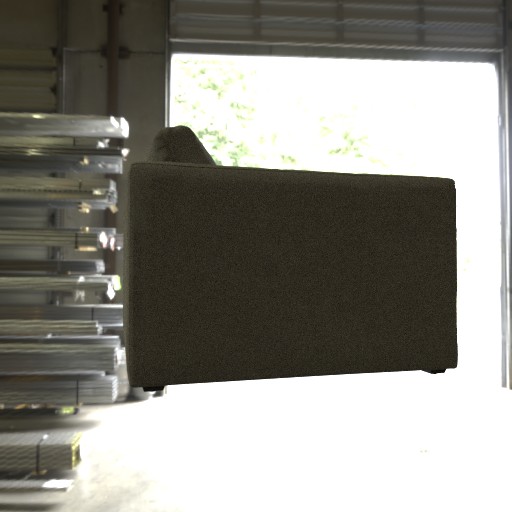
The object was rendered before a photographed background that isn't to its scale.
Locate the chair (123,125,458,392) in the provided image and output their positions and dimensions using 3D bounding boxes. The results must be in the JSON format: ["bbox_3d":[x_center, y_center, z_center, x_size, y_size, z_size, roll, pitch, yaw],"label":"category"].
[{"bbox_3d":[0.000,0.000,1.879,1.091,0.845,1.190,1,-2,-17],"label":"chair"}]
